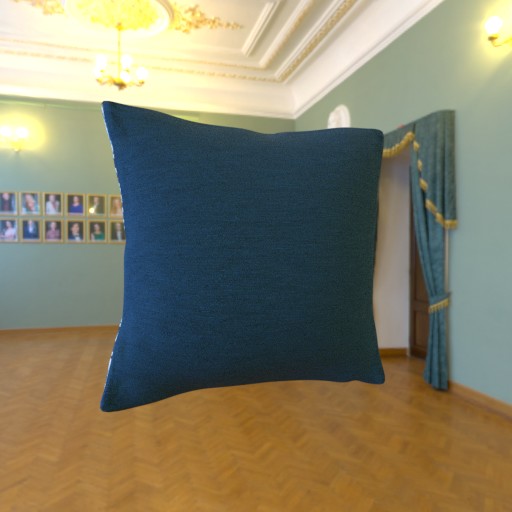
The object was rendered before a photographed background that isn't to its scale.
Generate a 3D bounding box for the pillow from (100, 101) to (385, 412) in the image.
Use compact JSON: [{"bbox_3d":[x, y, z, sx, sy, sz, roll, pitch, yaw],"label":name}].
[{"bbox_3d":[0.000,0.000,0.661,0.440,0.420,0.145,0,1,-17],"label":"pillow"}]
